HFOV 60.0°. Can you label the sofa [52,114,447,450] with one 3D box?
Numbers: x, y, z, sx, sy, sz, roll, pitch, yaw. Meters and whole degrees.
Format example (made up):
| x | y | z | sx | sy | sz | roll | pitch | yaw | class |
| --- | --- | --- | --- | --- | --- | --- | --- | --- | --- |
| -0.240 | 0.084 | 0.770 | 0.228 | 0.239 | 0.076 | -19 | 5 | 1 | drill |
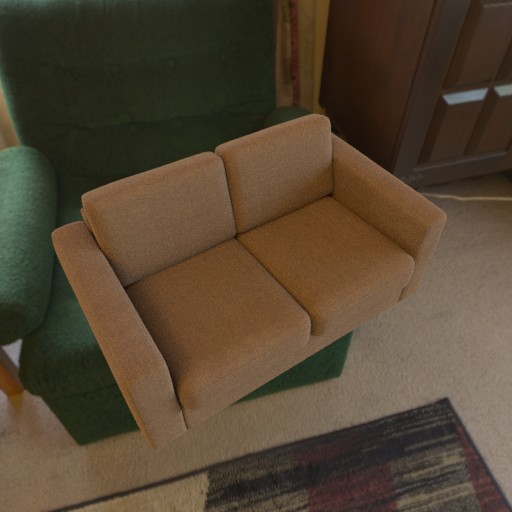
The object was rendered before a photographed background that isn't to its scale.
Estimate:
| x | y | z | sx | sy | sz | roll | pitch | yaw | class |
| --- | --- | --- | --- | --- | --- | --- | --- | --- | --- |
| 0.000 | 0.000 | 2.023 | 1.520 | 0.800 | 0.900 | -25 | 52 | -22 | sofa |
